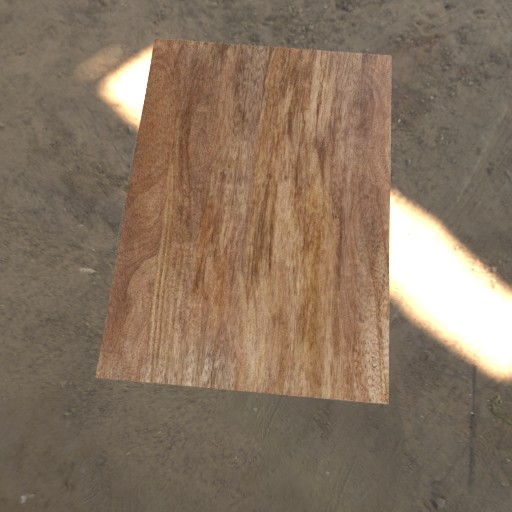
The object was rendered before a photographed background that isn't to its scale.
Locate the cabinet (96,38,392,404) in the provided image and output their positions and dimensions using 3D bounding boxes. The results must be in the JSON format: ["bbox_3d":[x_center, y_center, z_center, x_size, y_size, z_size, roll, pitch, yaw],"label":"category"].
[{"bbox_3d":[0.000,0.000,1.149,0.473,0.758,0.647,5,75,1],"label":"cabinet"}]
